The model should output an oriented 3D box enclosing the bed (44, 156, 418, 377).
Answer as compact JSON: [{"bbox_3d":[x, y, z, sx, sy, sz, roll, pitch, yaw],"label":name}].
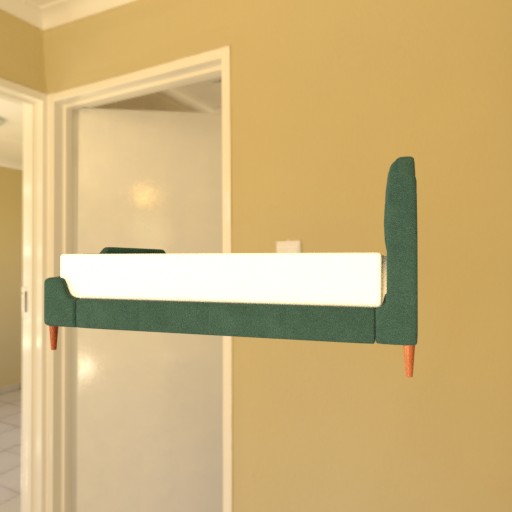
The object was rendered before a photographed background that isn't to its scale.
[{"bbox_3d":[0.000,0.000,3.543,2.340,1.245,2.074,0,-1,17],"label":"bed"}]
